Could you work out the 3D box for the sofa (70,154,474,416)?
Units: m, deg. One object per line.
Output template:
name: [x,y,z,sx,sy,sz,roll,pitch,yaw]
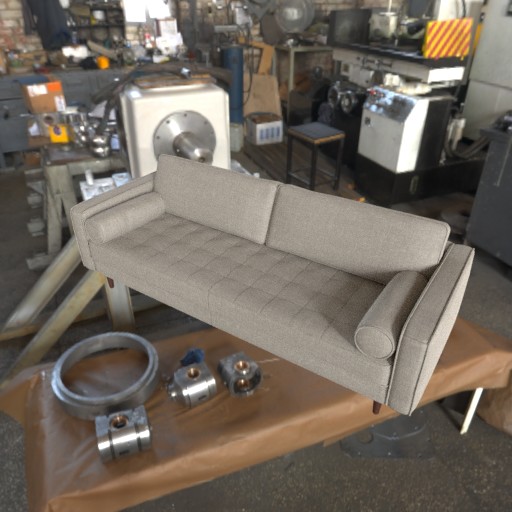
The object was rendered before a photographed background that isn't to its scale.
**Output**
sofa: [0.000,0.000,2.618,2.211,0.762,0.914,19,36,28]
